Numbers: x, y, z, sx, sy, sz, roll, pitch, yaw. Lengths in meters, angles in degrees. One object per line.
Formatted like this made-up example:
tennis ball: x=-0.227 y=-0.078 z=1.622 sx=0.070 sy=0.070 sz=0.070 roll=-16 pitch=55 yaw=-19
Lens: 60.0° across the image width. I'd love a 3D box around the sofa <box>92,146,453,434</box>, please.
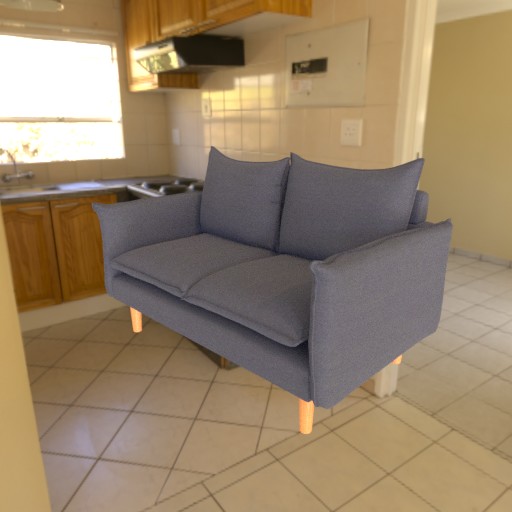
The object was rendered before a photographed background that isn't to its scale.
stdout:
sofa: x=0.000 y=0.000 z=1.861 sx=1.300 sy=0.840 sz=0.820 roll=16 pitch=23 yaw=42
